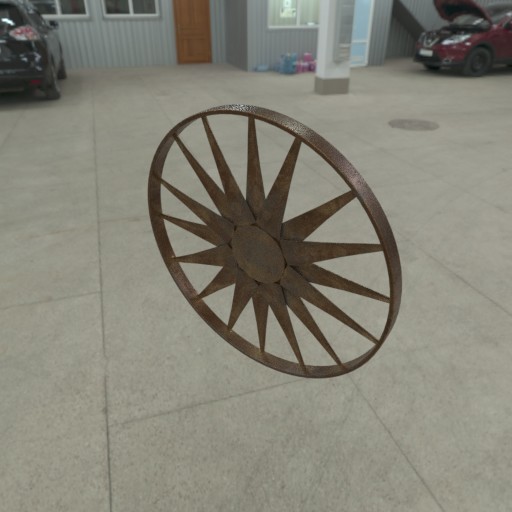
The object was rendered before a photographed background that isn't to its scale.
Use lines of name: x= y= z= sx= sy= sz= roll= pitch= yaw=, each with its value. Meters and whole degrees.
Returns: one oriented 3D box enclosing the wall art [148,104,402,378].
wall art: x=0.000 y=0.000 z=0.885 sx=0.582 sy=0.583 sz=0.084 roll=20 pitch=35 yaw=31
